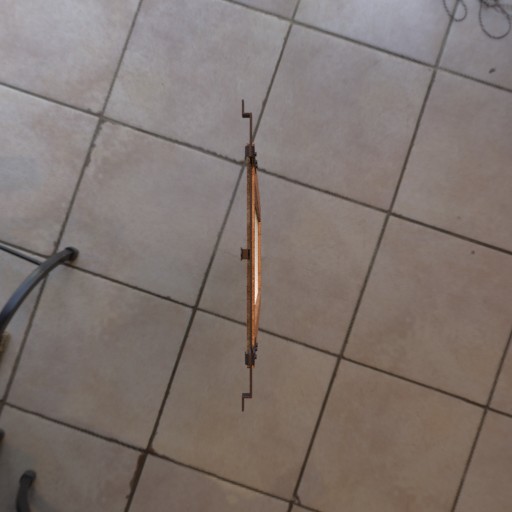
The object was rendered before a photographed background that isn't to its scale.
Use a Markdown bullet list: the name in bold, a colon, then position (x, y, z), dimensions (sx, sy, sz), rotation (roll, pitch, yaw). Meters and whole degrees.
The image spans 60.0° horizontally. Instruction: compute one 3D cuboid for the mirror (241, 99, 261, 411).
- **mirror**: position (0.000, 0.000, 2.041), dimensions (0.042, 1.793, 0.847), rotation (0, 90, 1)
